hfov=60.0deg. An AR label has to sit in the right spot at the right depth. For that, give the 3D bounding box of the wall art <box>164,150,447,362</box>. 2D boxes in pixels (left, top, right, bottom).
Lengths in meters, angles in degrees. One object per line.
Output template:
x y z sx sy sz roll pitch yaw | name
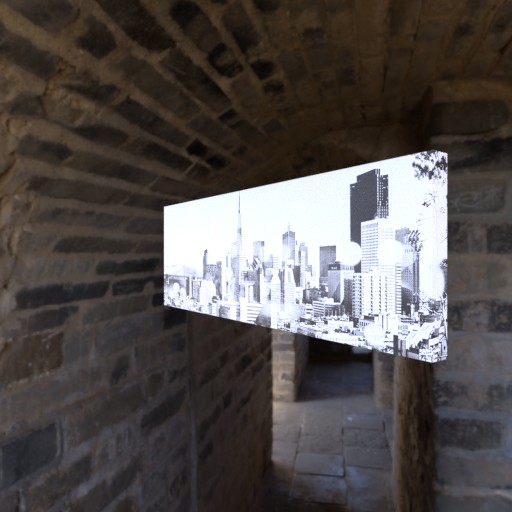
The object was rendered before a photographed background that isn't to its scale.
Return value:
0.000 0.000 0.853 0.036 0.256 0.766 0 0 -36 | wall art
